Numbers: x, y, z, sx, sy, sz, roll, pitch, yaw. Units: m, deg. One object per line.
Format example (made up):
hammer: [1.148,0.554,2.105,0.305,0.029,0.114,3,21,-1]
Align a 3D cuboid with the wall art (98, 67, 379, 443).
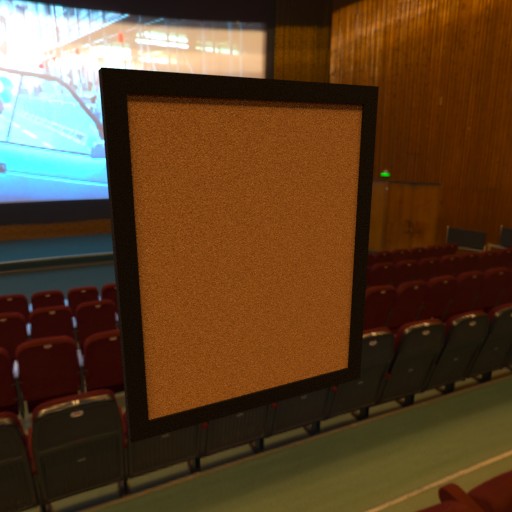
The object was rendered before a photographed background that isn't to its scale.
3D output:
wall art: [0.000,0.000,0.749,0.457,0.559,0.029,-7,16,-25]
